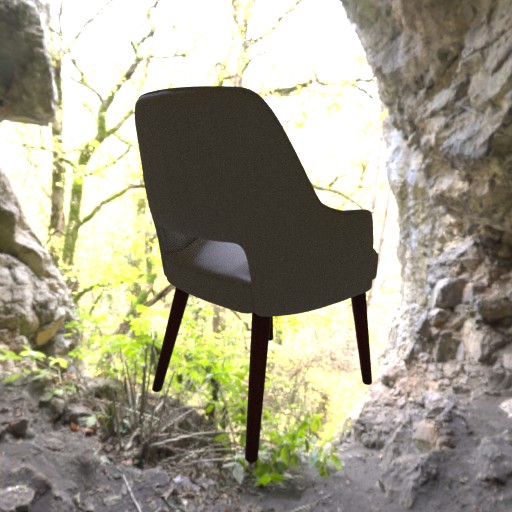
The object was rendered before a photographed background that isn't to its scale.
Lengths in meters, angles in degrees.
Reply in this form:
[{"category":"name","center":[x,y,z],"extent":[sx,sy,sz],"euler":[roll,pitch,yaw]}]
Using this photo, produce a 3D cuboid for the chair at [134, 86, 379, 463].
[{"category":"chair","center":[0.000,0.000,1.234],"extent":[0.580,0.840,0.560],"euler":[-14,21,-42]}]
